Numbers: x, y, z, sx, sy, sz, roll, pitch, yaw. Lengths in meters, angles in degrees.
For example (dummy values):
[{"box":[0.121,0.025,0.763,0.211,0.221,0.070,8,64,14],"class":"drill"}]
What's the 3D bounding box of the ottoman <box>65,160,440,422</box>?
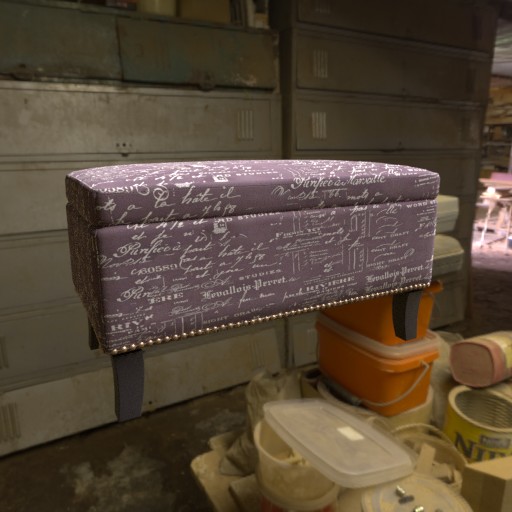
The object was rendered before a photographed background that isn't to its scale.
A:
[{"box":[0.000,0.000,1.088,0.813,0.457,0.406,-8,16,-27],"class":"ottoman"}]
